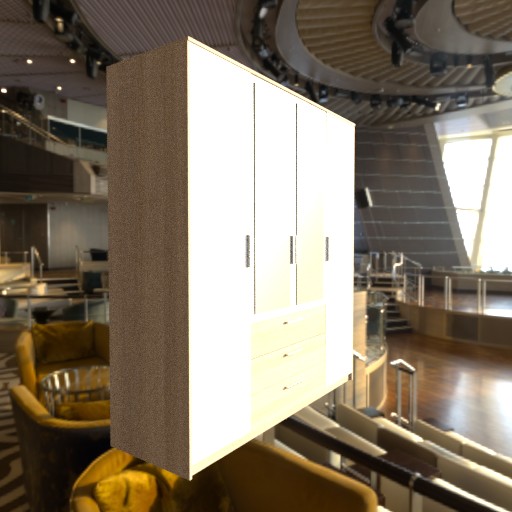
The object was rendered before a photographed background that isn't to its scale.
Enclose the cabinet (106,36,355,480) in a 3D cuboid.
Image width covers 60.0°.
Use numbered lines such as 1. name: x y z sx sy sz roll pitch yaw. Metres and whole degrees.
1. cabinet: 0.000 0.000 2.977 0.620 2.060 1.870 1 2 36
